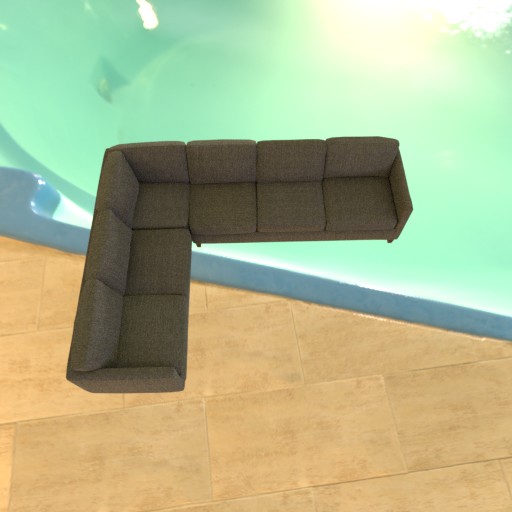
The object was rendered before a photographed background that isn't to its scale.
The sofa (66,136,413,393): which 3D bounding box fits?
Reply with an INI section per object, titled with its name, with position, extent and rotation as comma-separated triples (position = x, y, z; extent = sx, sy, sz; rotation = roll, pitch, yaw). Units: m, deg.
[sofa]
position = 0.000, 0.000, 4.548
extent = 3.302, 0.947, 2.593
rotation = -1, 62, -1
